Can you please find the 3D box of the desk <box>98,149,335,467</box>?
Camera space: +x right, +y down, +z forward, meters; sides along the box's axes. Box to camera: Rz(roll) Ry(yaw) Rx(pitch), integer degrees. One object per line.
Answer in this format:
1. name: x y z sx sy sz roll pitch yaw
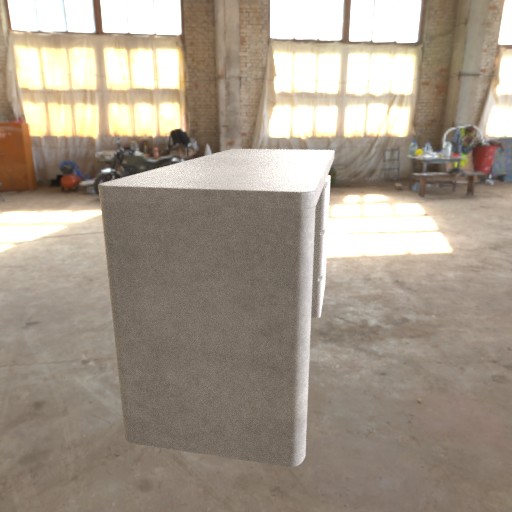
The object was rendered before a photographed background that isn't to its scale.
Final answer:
1. desk: 0.000 0.000 1.800 0.550 0.755 1.400 3 18 11
